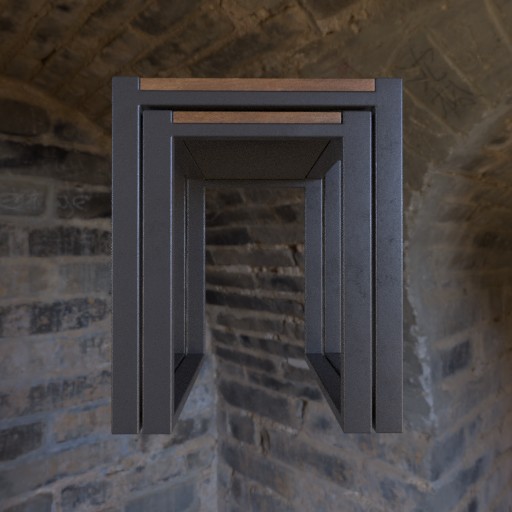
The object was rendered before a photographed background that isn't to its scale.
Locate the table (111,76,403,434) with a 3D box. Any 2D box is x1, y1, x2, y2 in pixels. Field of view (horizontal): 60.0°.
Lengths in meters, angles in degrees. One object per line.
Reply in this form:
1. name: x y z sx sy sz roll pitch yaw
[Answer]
1. table: 0.000 0.000 0.930 0.449 0.550 0.500 0 0 -1
